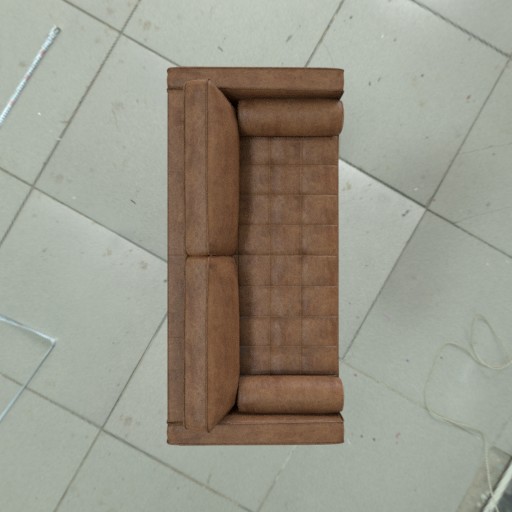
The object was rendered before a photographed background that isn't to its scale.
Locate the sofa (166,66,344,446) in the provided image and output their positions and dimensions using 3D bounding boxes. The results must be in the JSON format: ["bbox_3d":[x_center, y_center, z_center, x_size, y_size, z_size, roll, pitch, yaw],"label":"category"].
[{"bbox_3d":[0.000,0.000,2.424,0.924,0.825,1.920,0,90,-1],"label":"sofa"}]
